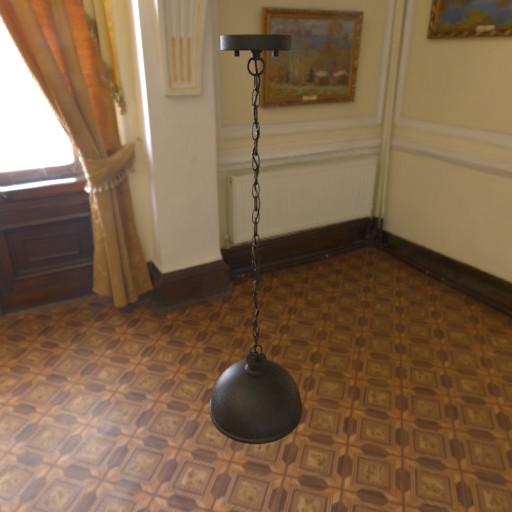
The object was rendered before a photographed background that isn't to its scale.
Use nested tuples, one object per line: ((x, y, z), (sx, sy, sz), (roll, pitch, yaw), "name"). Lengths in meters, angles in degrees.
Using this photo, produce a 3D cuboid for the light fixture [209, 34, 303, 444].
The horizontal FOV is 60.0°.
((0.000, 0.000, 1.223), (0.304, 1.090, 0.304), (-7, 26, -15), "light fixture")
